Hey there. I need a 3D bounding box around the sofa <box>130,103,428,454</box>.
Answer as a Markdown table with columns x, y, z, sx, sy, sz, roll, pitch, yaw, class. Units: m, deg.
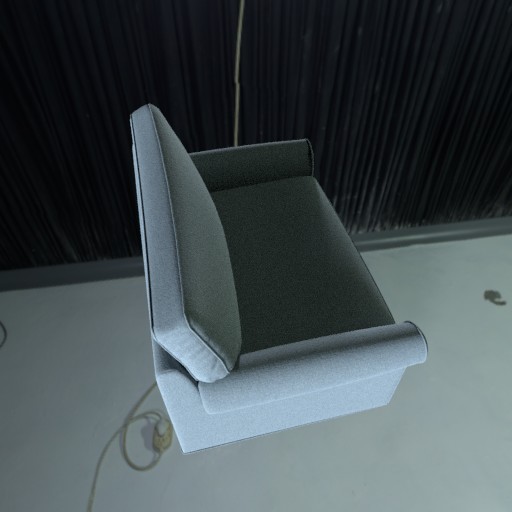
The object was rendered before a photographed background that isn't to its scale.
| x | y | z | sx | sy | sz | roll | pitch | yaw | class |
| --- | --- | --- | --- | --- | --- | --- | --- | --- | --- |
| 0.000 | 0.000 | 2.006 | 0.940 | 0.953 | 1.410 | -10 | 48 | -9 | sofa |
